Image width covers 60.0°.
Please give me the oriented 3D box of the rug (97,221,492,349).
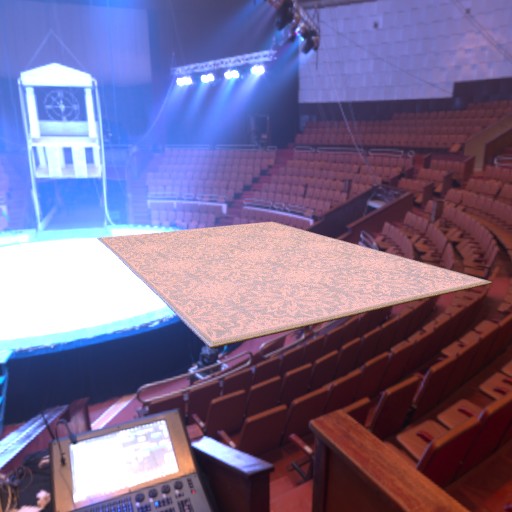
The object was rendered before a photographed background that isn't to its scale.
[{"bbox_3d":[0.000,0.000,2.862,1.589,0.014,2.205,-8,16,-28],"label":"rug"}]
